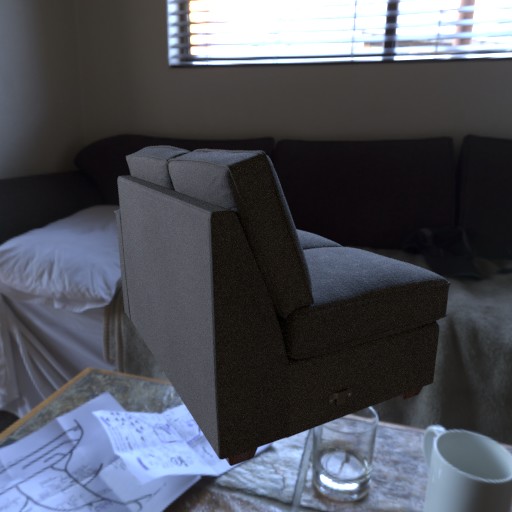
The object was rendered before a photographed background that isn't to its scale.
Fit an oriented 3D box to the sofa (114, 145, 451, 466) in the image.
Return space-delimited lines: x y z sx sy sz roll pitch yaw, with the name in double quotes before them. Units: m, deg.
"sofa" 0.000 0.000 2.034 0.991 0.989 1.388 -8 17 -27
